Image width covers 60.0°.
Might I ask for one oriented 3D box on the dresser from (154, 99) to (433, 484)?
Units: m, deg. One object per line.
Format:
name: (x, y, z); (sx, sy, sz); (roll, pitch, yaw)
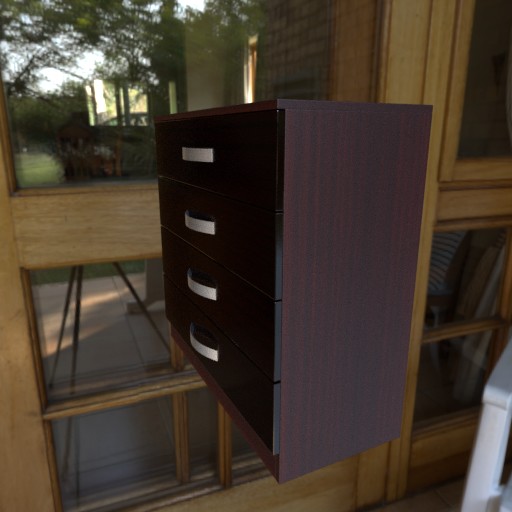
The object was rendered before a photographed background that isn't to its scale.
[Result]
dresser: (0.000, 0.000, 1.162); (0.360, 0.720, 0.750); (-8, 17, -26)
